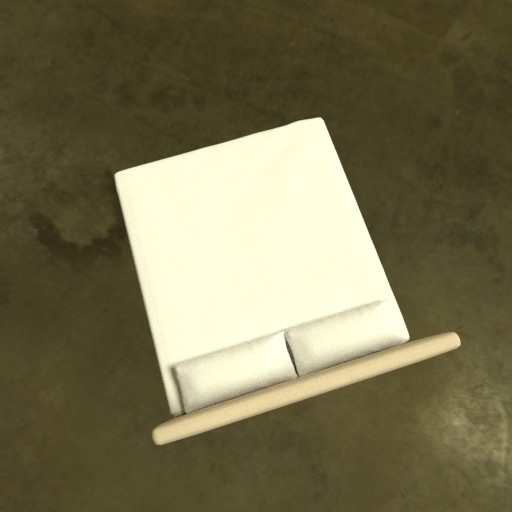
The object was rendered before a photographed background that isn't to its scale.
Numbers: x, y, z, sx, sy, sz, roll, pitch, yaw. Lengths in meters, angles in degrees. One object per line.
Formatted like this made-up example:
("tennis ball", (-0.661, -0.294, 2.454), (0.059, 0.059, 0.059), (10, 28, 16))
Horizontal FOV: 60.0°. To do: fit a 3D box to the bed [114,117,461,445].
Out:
("bed", (0.000, 0.000, 3.668), (2.119, 1.317, 2.319), (-17, 75, -5))
